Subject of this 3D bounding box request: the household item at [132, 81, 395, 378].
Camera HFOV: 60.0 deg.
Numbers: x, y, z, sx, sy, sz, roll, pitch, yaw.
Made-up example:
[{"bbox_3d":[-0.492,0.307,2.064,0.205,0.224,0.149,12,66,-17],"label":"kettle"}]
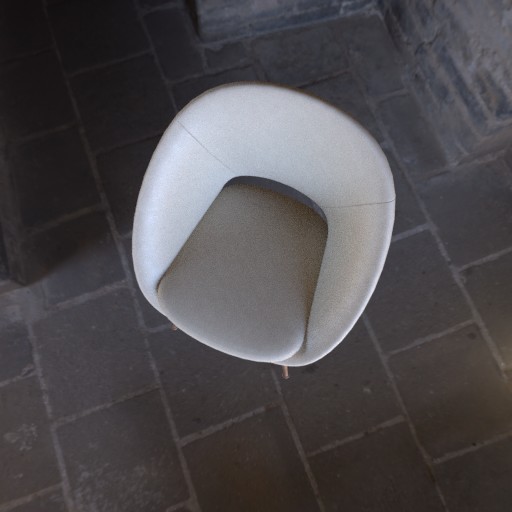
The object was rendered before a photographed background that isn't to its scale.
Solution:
[{"bbox_3d":[0.000,0.000,1.284,0.623,0.852,0.573,22,77,6],"label":"household item"}]
